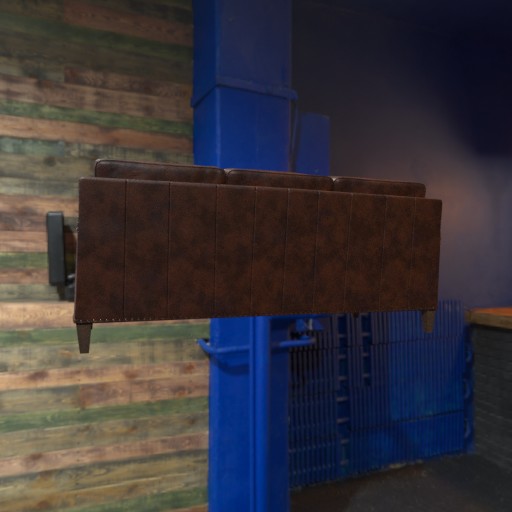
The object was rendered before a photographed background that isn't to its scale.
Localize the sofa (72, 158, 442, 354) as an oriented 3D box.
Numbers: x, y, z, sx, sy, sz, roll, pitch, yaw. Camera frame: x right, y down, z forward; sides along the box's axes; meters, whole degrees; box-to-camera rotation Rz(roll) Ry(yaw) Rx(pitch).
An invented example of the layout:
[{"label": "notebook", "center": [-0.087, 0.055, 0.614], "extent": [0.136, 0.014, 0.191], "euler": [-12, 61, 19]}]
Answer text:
[{"label": "sofa", "center": [0.000, 0.000, 2.956], "extent": [2.240, 1.003, 1.084], "euler": [0, -1, -19]}]
